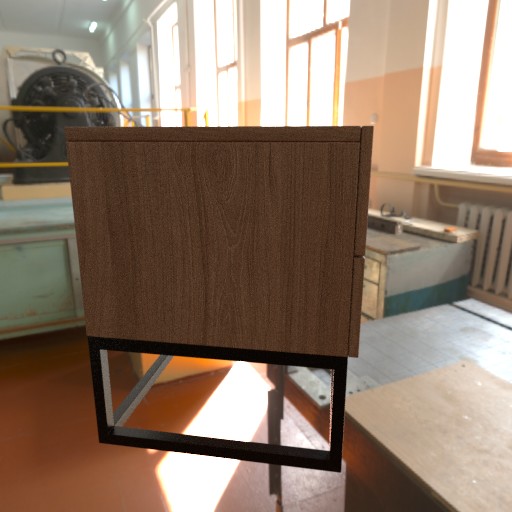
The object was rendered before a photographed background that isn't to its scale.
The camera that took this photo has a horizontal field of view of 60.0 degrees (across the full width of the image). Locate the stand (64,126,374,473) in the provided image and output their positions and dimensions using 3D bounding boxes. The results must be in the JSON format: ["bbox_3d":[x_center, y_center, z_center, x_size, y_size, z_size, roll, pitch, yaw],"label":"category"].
[{"bbox_3d":[0.000,0.000,0.912,0.420,0.500,0.600,3,15,10],"label":"stand"}]
